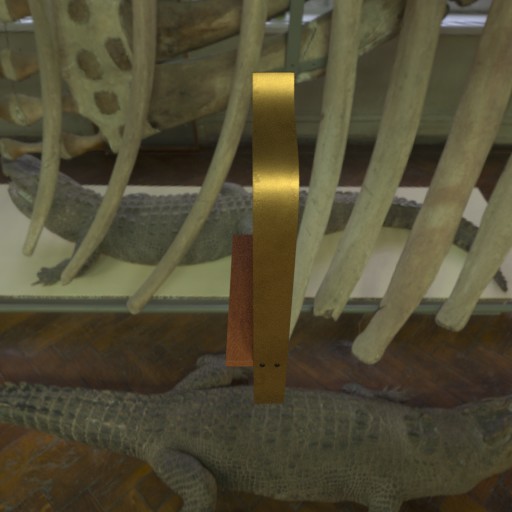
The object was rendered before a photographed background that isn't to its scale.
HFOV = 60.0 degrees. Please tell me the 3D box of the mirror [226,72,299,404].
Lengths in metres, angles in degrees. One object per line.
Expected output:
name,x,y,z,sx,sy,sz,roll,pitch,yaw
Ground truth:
mirror,0.000,0.000,0.756,0.096,0.613,0.323,0,42,0
